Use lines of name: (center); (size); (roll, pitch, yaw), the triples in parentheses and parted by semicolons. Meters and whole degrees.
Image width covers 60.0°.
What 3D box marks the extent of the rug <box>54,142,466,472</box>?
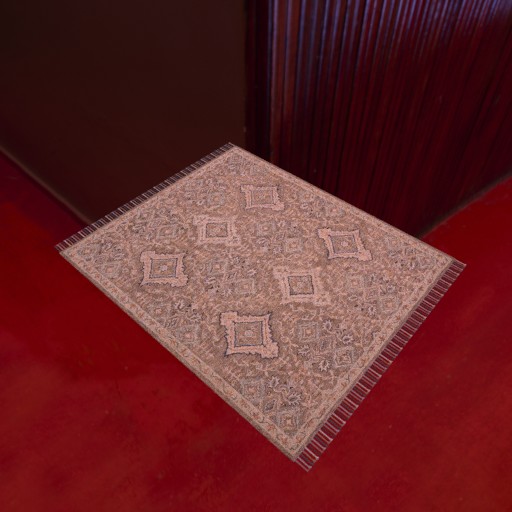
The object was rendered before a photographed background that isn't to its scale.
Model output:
rug: (0.000, 0.000, 4.181); (3.056, 0.010, 2.437); (33, 55, 27)
